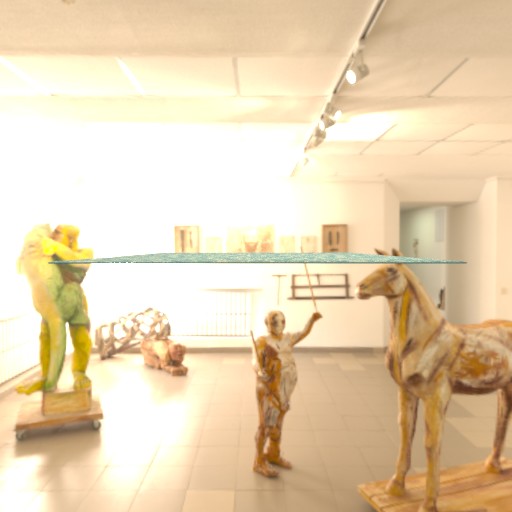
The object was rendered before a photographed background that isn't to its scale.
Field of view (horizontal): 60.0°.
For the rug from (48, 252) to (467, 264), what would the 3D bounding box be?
[{"bbox_3d":[0.000,0.000,3.982,2.363,0.012,2.980,0,1,-1],"label":"rug"}]
